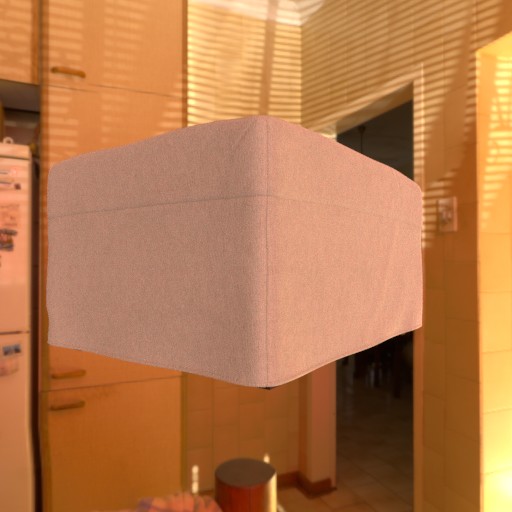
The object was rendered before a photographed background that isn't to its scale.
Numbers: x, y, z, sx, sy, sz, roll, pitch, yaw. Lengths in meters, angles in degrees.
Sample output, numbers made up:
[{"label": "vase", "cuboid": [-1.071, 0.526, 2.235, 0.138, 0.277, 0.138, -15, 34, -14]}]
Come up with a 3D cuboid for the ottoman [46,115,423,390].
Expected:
[{"label": "ottoman", "cuboid": [0.000, 0.000, 1.186, 0.648, 0.461, 0.833, 0, -1, 36]}]
